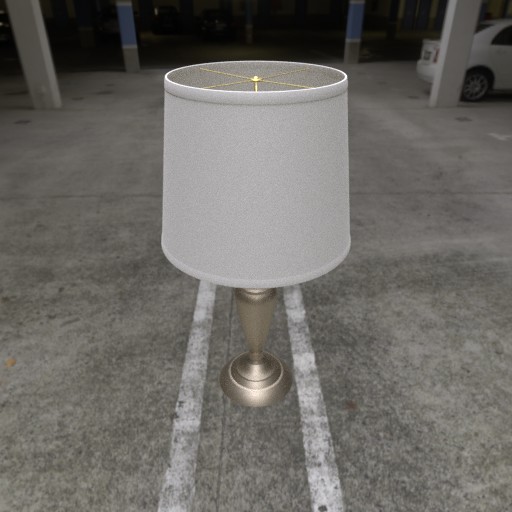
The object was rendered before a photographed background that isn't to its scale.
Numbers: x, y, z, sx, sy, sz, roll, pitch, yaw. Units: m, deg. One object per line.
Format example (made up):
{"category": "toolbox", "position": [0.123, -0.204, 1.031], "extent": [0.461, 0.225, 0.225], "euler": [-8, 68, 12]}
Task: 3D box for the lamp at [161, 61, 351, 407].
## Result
{"category": "lamp", "position": [0.000, 0.000, 0.804], "extent": [0.328, 0.619, 0.328], "euler": [0, 31, 0]}
